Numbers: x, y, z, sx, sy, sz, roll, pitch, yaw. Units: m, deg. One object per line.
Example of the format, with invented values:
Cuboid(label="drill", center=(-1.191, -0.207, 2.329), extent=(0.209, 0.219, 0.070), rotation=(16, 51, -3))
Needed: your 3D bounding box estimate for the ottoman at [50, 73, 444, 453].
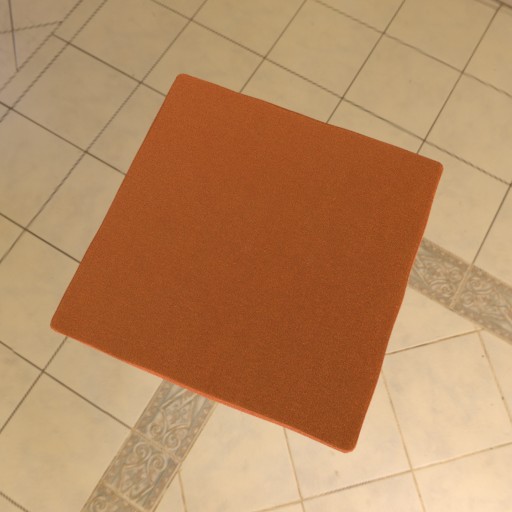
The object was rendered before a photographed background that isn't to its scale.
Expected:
Cuboid(label="ottoman", center=(0.000, 0.000, 1.578), extent=(0.997, 0.438, 0.999), rotation=(21, 76, 6))
